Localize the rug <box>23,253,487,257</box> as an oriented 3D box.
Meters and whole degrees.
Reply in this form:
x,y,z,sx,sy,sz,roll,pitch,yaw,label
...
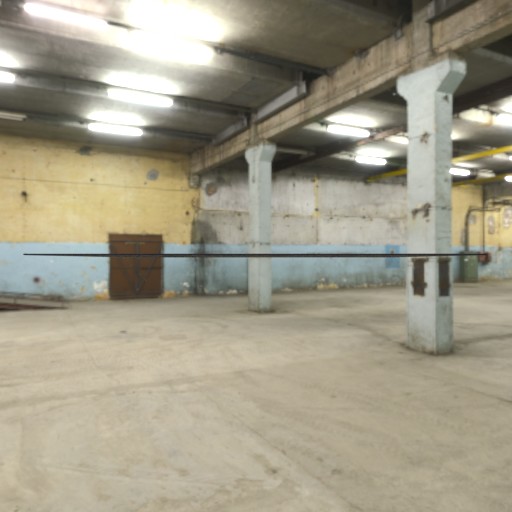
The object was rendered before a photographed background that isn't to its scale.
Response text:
x,y,z,sx,sy,sz,roll,pitch,yaw,label
0.000,0.000,2.920,2.232,0.009,1.630,0,-1,1,rug
